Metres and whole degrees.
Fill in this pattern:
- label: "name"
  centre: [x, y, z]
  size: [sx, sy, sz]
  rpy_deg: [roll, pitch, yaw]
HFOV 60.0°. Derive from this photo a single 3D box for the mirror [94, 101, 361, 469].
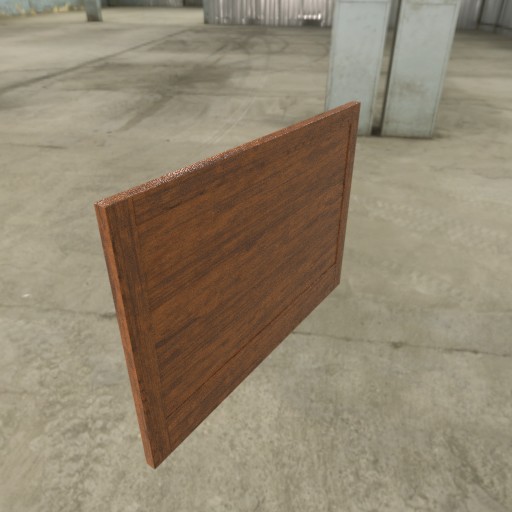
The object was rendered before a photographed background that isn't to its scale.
- label: "mirror"
  centre: [0.000, 0.000, 0.975]
  size: [0.084, 0.537, 0.758]
  rpy_deg: [20, 36, 30]
